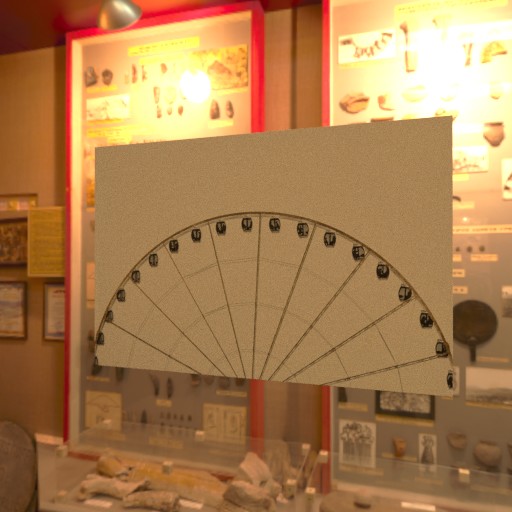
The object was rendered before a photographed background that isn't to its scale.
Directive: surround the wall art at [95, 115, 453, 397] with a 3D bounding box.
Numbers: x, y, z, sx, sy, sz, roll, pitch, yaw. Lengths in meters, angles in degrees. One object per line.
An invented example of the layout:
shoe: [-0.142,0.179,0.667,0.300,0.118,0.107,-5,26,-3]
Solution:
wall art: [0.000,0.000,0.474,0.384,0.254,0.039,0,0,18]
